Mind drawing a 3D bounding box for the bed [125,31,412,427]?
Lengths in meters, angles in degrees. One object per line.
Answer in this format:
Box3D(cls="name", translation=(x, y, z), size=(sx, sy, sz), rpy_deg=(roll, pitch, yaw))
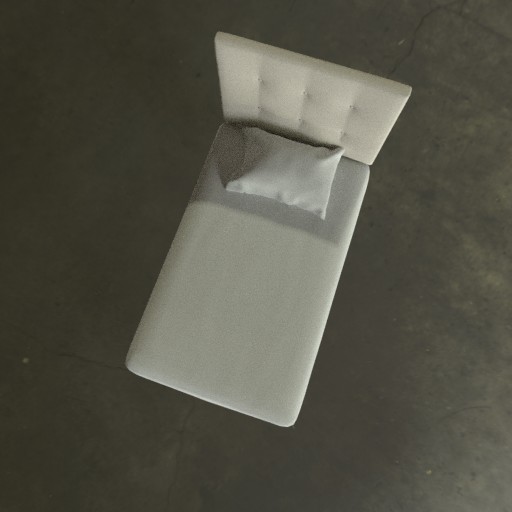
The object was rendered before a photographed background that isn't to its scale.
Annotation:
Box3D(cls="bed", translation=(0.000, 0.000, 2.965), size=(1.261, 1.571, 1.997), rpy_deg=(18, 76, 5))
